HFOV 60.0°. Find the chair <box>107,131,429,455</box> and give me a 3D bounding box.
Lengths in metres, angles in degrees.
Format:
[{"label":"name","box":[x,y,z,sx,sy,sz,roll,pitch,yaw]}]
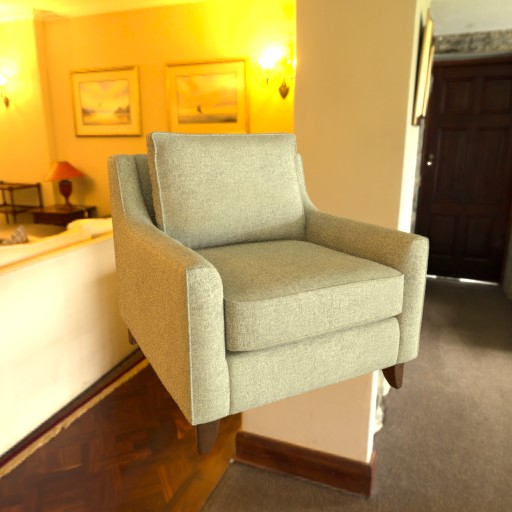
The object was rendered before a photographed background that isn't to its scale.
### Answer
[{"label":"chair","box":[0.000,0.000,1.587,0.838,0.864,0.918,-7,16,-27]}]
